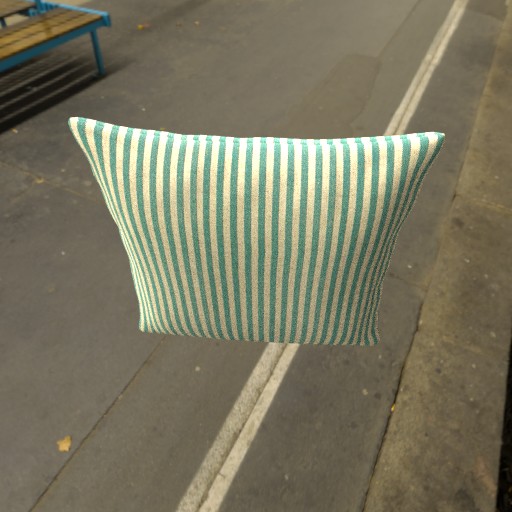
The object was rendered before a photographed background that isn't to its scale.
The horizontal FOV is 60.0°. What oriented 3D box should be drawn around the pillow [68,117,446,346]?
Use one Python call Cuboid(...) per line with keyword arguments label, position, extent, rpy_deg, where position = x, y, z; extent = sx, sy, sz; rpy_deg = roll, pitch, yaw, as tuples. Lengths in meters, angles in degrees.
Cuboid(label="pillow", position=(0.000, 0.000, 0.784), extent=(0.523, 0.510, 0.166), rpy_deg=(3, 45, 3))
